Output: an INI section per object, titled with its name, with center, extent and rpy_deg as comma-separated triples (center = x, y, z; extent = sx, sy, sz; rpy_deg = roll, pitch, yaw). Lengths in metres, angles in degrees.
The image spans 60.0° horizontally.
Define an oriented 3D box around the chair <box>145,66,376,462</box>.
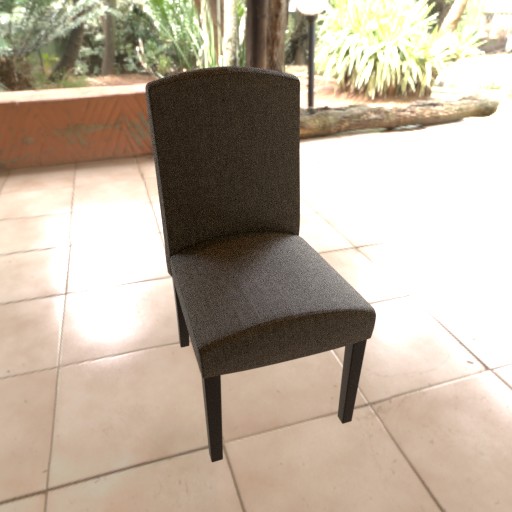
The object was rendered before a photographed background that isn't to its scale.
[chair]
center = 0.000, 0.000, 1.226
extent = 0.451, 0.917, 0.580
rpy_deg = -9, 31, -16
